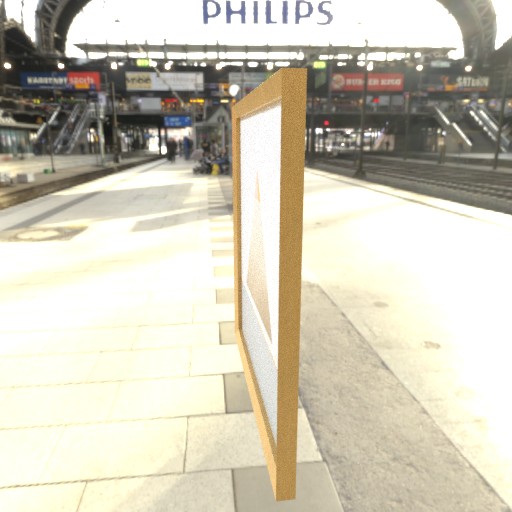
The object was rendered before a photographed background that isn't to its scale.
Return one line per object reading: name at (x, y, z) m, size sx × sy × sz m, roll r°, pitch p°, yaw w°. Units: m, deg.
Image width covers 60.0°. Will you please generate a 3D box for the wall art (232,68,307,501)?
wall art at (0.000, 0.000, 2.818) m, size 0.097 × 1.936 × 1.935 m, roll -2°, pitch 15°, yaw -8°
